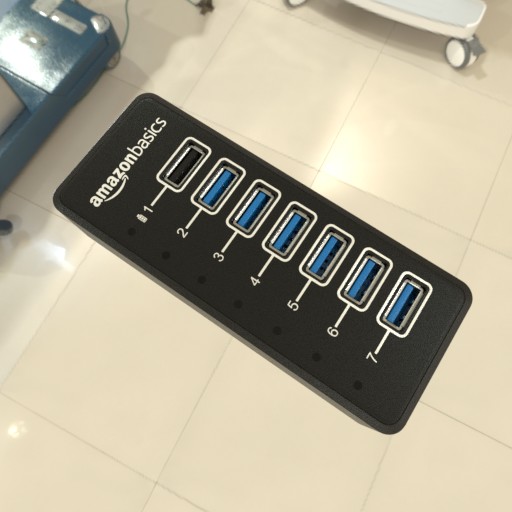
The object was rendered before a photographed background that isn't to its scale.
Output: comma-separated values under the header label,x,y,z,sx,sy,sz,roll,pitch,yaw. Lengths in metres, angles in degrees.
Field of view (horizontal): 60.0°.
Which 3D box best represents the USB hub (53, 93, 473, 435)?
label,x,y,z,sx,sy,sz,roll,pitch,yaw
USB hub,0.000,0.000,0.128,0.110,0.023,0.044,33,77,9
